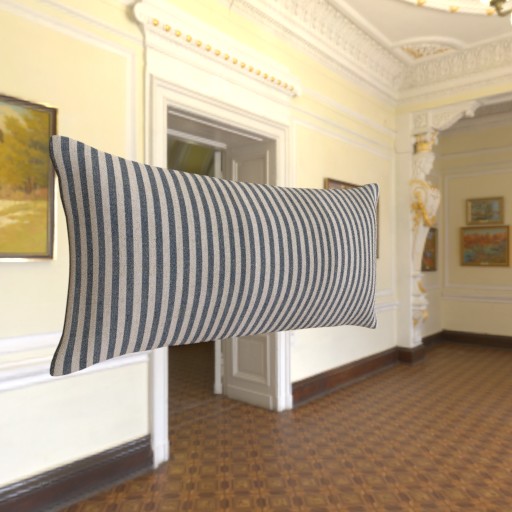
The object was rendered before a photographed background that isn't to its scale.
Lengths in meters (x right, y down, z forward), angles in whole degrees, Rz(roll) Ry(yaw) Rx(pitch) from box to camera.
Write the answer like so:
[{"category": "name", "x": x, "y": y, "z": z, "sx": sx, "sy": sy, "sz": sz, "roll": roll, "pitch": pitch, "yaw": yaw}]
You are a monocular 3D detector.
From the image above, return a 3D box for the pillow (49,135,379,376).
[{"category": "pillow", "x": 0.000, "y": 0.000, "z": 0.716, "sx": 0.617, "sy": 0.295, "sz": 0.151, "roll": 0, "pitch": 0, "yaw": -36}]
